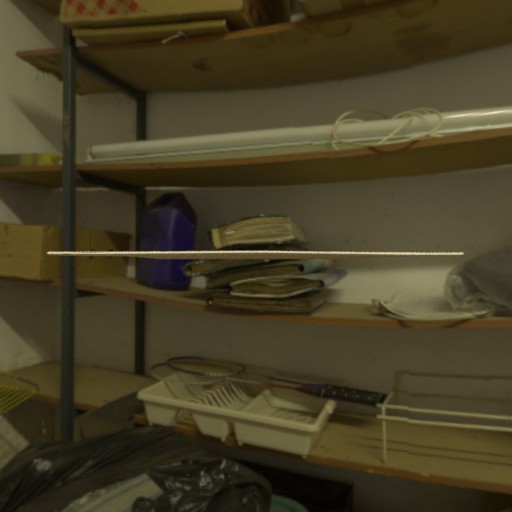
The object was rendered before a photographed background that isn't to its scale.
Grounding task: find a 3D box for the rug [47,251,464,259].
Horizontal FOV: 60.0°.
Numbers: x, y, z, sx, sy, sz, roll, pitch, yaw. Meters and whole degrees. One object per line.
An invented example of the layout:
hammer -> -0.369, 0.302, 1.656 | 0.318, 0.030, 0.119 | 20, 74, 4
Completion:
rug -> 0.000, 0.000, 4.169 | 2.434, 0.045, 3.202 | 0, -1, 0
